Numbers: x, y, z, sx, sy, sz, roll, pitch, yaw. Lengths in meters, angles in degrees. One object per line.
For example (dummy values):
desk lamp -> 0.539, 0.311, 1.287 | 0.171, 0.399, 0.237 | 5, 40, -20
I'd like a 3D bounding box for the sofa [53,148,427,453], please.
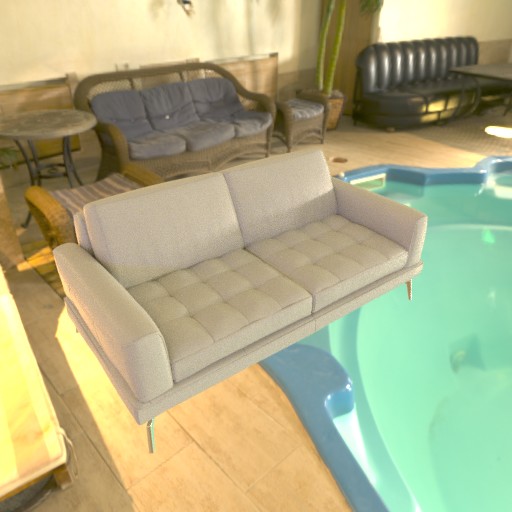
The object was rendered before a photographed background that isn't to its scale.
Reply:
sofa -> 0.000, 0.000, 2.802 | 2.177, 0.930, 1.121 | -21, 36, -31
